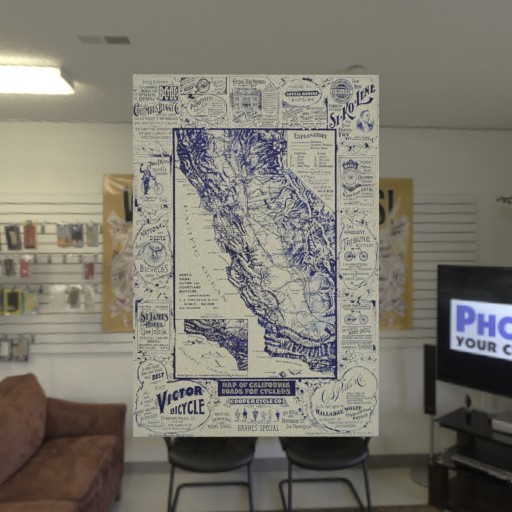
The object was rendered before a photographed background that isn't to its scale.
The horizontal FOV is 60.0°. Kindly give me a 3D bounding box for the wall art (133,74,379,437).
[{"bbox_3d":[0.000,0.000,0.755,0.408,0.601,0.040,0,0,0],"label":"wall art"}]
